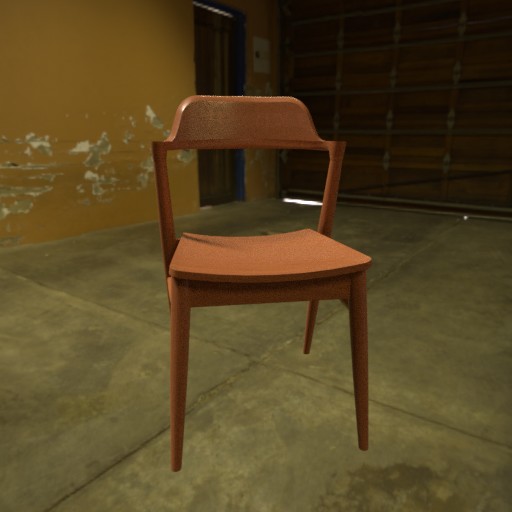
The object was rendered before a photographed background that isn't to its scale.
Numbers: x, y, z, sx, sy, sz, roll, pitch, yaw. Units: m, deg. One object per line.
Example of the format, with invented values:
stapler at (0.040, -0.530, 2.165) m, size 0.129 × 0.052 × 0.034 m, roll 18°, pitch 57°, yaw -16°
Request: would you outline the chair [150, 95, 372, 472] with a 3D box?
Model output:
chair at (0.000, 0.000, 1.109) m, size 0.496 × 0.801 × 0.499 m, roll -2°, pitch 15°, yaw -9°
